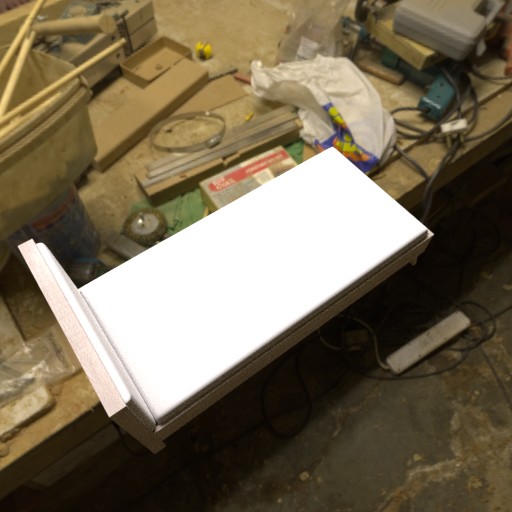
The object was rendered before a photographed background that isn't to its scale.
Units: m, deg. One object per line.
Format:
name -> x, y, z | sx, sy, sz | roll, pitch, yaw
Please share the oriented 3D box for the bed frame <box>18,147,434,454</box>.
bed frame -> 0.000, 0.000, 2.662 | 2.140, 0.920, 0.990 | -32, 63, -18
